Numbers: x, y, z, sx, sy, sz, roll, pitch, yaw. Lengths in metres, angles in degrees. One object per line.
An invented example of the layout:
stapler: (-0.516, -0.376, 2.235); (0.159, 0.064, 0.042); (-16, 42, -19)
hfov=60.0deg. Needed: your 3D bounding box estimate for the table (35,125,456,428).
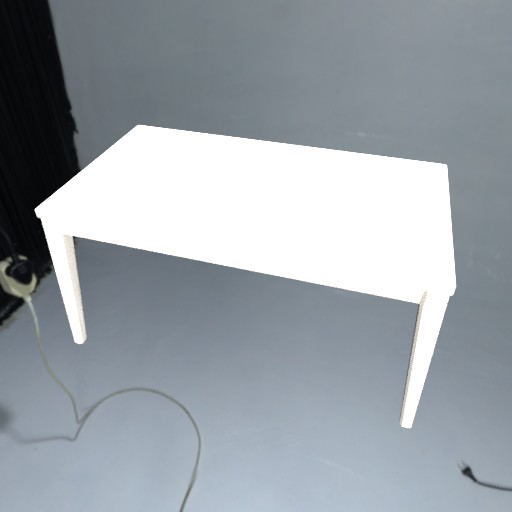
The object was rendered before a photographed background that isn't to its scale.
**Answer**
table: (0.000, 0.000, 2.090); (1.600, 0.760, 0.900); (11, 41, 13)
